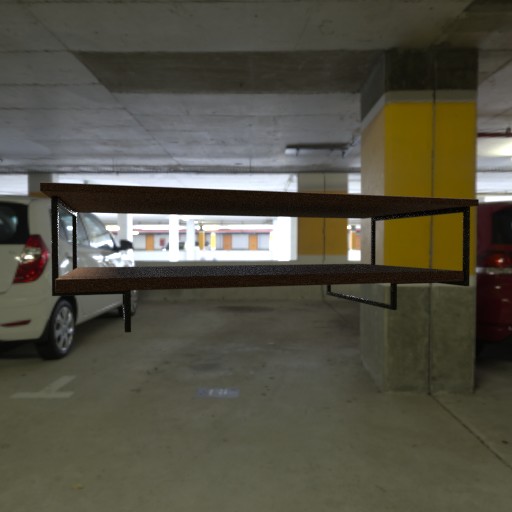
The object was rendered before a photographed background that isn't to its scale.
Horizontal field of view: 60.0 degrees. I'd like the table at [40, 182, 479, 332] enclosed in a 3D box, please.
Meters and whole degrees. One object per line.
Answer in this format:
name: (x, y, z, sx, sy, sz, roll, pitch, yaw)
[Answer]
table: (0.000, 0.000, 1.464, 1.197, 0.347, 0.651, 0, 1, -17)
